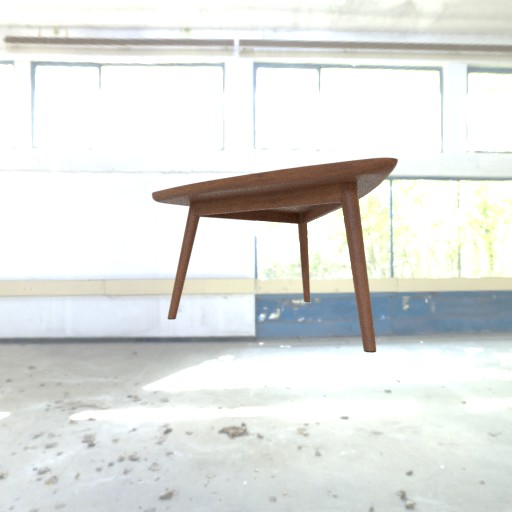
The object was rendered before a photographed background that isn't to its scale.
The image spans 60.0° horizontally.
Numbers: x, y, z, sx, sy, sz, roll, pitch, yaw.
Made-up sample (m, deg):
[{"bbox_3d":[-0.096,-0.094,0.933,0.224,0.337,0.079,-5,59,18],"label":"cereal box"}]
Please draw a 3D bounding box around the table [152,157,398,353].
[{"bbox_3d":[0.000,0.000,1.292,0.601,0.365,1.008,0,1,-2],"label":"table"}]
